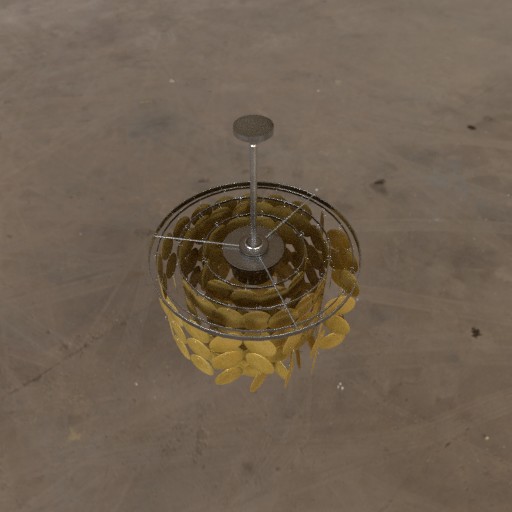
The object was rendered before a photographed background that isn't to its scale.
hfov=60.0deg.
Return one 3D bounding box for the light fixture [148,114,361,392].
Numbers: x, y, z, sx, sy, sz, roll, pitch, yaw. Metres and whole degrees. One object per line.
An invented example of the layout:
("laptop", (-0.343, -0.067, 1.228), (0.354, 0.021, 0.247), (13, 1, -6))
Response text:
("light fixture", (0.000, 0.000, 0.754), (0.368, 0.492, 0.368), (0, 47, 0))
